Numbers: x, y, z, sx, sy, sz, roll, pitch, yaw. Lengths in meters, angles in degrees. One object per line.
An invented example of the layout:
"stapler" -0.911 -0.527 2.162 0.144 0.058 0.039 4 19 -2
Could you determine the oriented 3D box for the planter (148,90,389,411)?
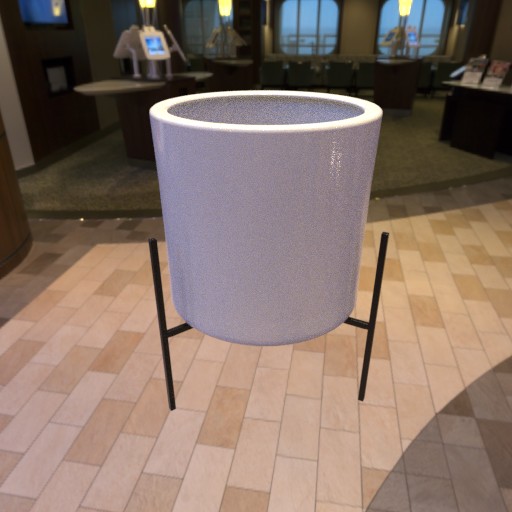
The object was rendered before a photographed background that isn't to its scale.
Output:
"planter" 0.000 0.000 0.738 0.361 0.480 0.360 -18 33 -32
